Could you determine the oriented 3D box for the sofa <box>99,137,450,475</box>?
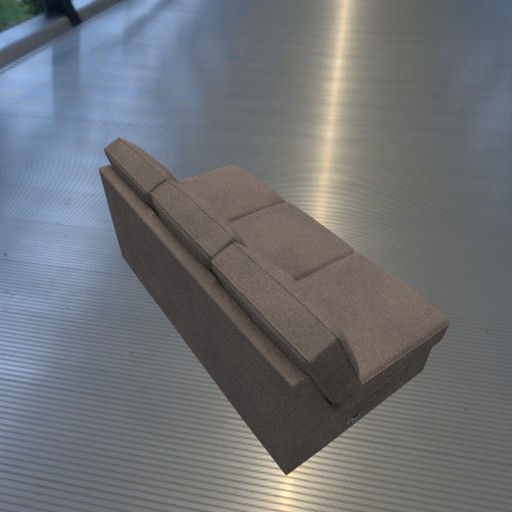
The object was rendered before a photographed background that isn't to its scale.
[{"bbox_3d":[0.000,0.000,2.546,1.027,0.973,1.962,-25,46,-26],"label":"sofa"}]
